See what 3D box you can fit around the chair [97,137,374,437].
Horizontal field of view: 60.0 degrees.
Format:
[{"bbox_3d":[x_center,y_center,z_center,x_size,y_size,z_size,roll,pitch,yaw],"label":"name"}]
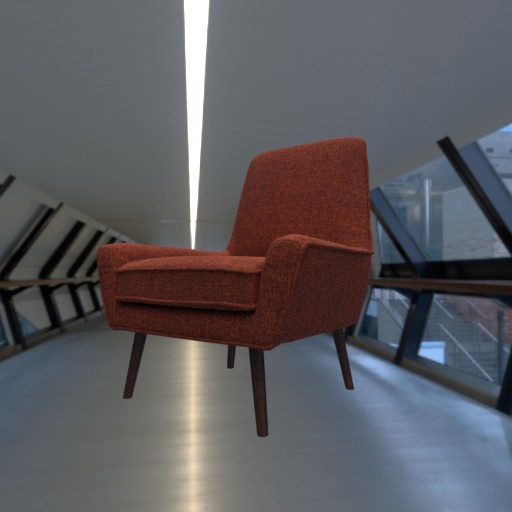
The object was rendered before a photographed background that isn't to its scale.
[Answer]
[{"bbox_3d":[0.000,0.000,1.536,0.803,0.911,0.784,-1,-2,36],"label":"chair"}]
